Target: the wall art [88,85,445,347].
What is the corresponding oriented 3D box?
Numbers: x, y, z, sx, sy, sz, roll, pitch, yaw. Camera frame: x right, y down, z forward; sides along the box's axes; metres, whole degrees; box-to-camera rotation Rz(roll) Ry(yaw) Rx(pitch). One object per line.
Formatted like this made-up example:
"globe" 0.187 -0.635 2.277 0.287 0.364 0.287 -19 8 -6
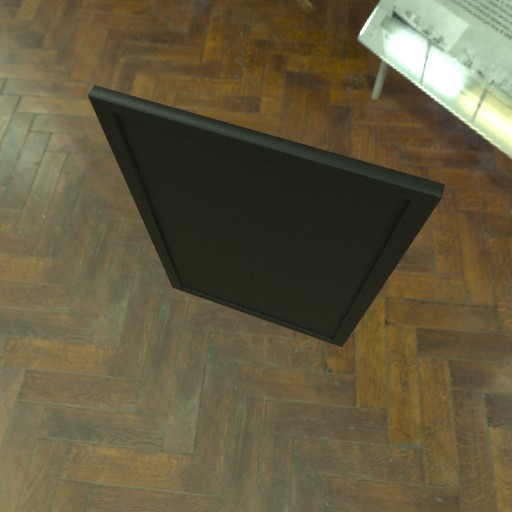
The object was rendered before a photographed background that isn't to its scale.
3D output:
"wall art" 0.000 0.000 0.552 0.303 0.431 0.013 18 65 9
